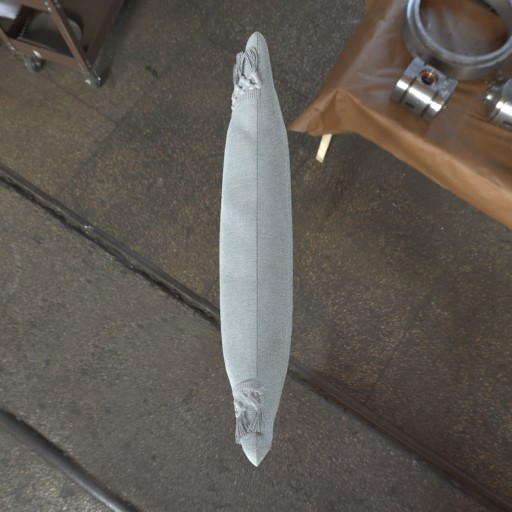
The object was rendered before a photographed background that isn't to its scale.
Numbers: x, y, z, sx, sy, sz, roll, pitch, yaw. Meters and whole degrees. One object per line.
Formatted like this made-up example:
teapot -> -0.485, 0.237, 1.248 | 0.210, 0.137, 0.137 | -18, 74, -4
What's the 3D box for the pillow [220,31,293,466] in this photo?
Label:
pillow -> 0.000, 0.000, 0.596 | 0.084, 0.305, 0.466 | 0, 76, 0
